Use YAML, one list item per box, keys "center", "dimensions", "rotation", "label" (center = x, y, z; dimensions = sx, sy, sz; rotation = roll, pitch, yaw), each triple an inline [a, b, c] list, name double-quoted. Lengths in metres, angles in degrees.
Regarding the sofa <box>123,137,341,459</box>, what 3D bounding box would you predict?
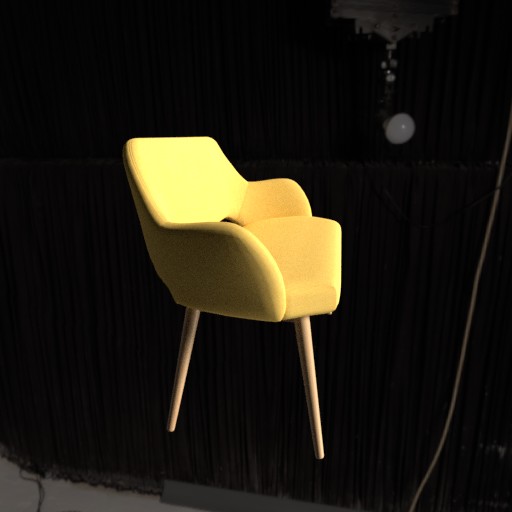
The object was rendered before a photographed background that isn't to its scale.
- center: [0.000, 0.000, 1.627]
  dimensions: [0.610, 0.840, 1.150]
  rotation: [3, 16, 10]
  label: "sofa"
